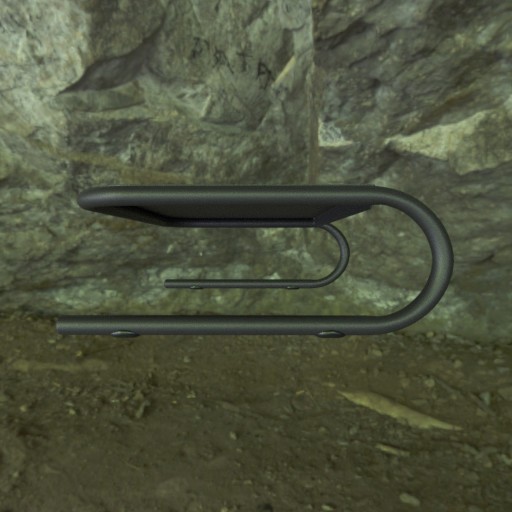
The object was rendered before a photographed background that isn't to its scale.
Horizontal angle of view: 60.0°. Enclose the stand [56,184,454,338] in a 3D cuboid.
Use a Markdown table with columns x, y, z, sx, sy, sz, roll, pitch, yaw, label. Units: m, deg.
| x | y | z | sx | sy | sz | roll | pitch | yaw | label |
| --- | --- | --- | --- | --- | --- | --- | --- | --- | --- |
| 0.000 | 0.000 | 0.491 | 0.280 | 0.108 | 0.370 | 0 | 1 | 0 | stand |
